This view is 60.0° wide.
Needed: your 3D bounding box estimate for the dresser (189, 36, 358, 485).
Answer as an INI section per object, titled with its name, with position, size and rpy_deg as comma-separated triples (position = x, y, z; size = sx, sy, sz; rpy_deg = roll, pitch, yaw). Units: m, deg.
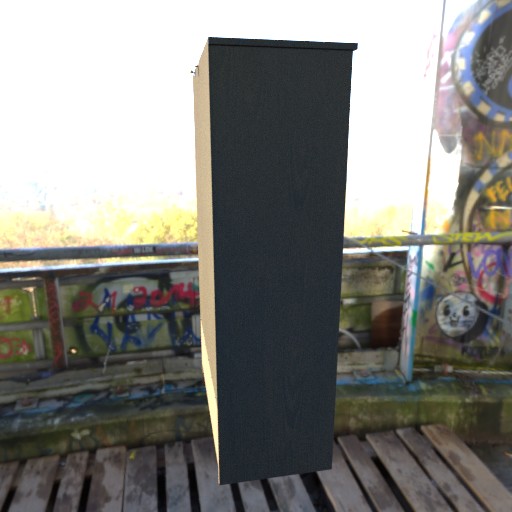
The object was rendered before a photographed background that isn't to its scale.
[dresser]
position = 0.000, 0.000, 1.554
size = 0.418, 1.254, 0.704
rpy_deg = -3, 15, -11
